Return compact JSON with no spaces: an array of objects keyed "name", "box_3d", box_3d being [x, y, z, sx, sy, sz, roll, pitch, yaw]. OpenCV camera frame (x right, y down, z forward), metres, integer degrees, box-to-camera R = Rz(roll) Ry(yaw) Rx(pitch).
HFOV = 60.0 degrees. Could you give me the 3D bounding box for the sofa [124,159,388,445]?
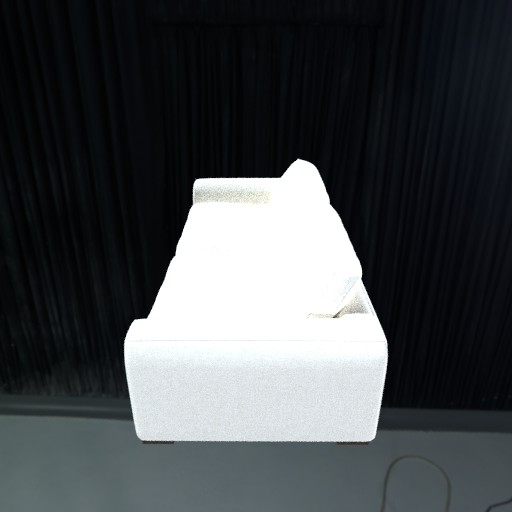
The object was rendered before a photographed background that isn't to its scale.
[{"name":"sofa","box_3d":[0.000,0.000,2.774,1.070,0.801,2.262,0,26,0]}]
